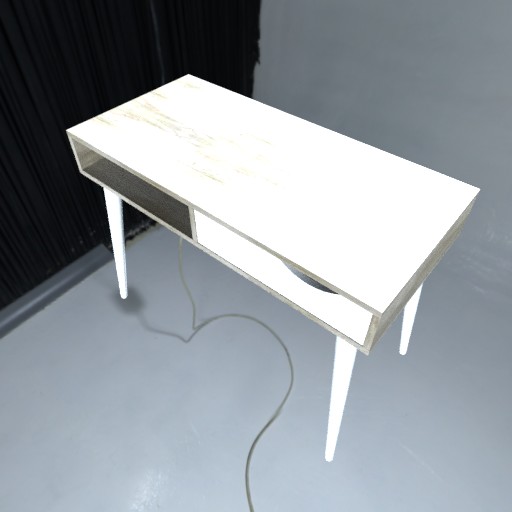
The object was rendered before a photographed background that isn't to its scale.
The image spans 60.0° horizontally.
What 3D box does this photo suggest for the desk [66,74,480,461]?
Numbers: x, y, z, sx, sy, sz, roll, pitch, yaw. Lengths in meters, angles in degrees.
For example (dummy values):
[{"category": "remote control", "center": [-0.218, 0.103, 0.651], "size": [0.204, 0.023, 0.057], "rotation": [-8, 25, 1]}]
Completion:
[{"category": "desk", "center": [0.000, 0.000, 1.393], "size": [0.979, 0.723, 0.491], "rotation": [31, 53, 27]}]
